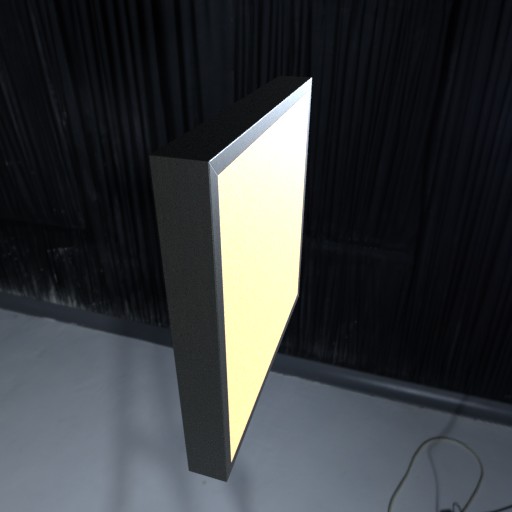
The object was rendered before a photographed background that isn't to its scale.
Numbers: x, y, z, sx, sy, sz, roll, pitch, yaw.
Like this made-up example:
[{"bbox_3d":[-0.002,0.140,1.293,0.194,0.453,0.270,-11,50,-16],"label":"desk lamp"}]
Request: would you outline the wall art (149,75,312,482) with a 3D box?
[{"bbox_3d":[0.000,0.000,0.458,0.038,0.304,0.304,9,32,15],"label":"wall art"}]
